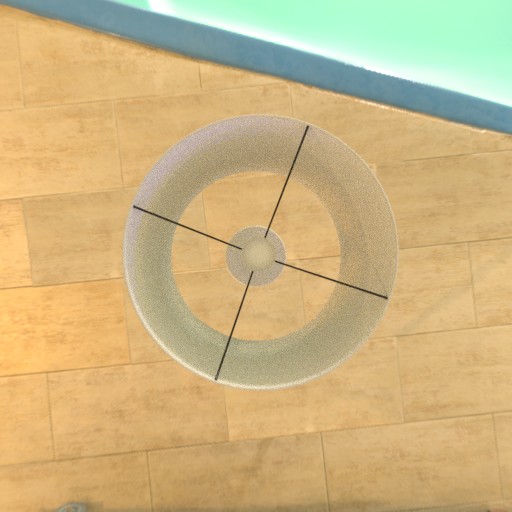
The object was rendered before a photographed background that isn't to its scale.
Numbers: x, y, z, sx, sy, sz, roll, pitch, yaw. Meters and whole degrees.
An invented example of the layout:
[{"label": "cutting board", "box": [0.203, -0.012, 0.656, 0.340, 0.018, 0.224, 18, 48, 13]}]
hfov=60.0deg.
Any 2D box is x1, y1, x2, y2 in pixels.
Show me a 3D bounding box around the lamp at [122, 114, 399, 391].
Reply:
[{"label": "lamp", "box": [0.000, 0.000, 0.561, 0.208, 0.455, 0.208, 0, 89, -1]}]
